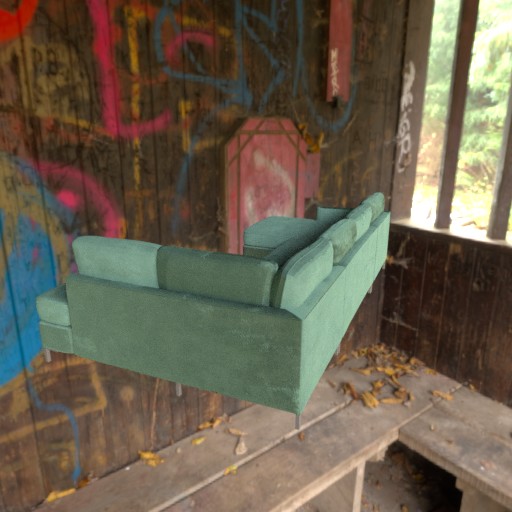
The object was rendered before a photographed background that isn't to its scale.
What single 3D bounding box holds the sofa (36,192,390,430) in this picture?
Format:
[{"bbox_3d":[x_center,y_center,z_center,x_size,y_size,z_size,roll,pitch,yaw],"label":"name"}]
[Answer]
[{"bbox_3d":[0.000,0.000,4.325,2.055,0.992,3.434,7,18,23],"label":"sofa"}]
